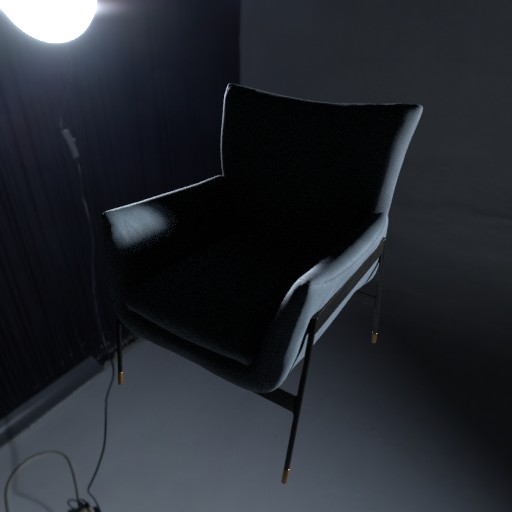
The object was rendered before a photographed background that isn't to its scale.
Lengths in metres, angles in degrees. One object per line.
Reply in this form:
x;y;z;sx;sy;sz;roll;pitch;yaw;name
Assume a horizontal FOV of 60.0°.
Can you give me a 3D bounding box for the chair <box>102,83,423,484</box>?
0.000;0.000;1.357;0.678;0.858;0.709;18;35;28;chair
